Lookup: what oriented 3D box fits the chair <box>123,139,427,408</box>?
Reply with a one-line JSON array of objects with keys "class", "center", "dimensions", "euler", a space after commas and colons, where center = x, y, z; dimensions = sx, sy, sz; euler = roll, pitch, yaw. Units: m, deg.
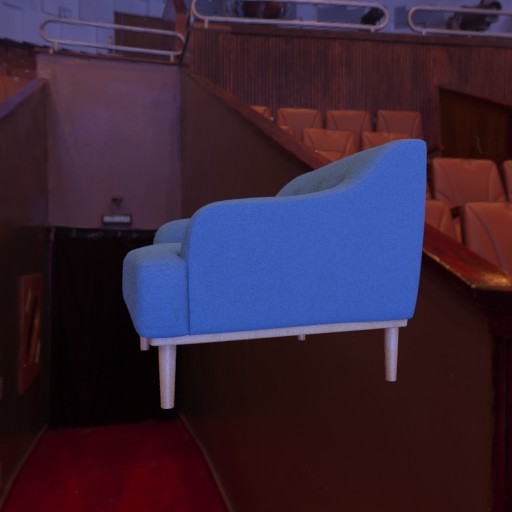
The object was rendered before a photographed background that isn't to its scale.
[{"class": "chair", "center": [0.000, 0.000, 1.693], "dimensions": [0.951, 0.818, 0.946], "euler": [0, 1, -19]}]
